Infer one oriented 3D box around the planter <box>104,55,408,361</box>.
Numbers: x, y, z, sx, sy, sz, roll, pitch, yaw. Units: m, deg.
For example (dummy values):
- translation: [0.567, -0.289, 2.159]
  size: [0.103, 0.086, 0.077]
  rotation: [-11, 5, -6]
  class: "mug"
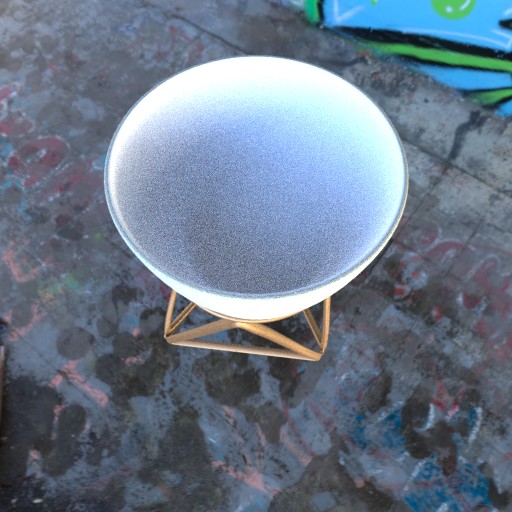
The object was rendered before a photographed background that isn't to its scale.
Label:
- translation: [0.000, 0.000, 0.738]
  size: [0.350, 0.504, 0.350]
  rotation: [34, 68, 16]
  class: "planter"
